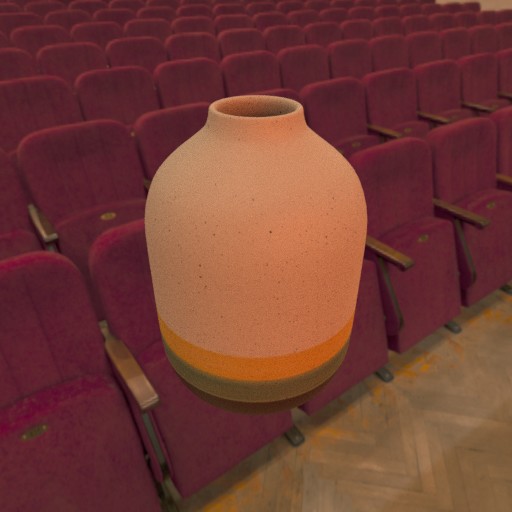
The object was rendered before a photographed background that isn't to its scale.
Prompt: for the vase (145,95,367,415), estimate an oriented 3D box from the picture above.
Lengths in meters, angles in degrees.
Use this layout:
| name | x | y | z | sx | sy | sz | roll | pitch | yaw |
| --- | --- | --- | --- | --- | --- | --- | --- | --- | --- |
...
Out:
| name | x | y | z | sx | sy | sz | roll | pitch | yaw |
| --- | --- | --- | --- | --- | --- | --- | --- | --- | --- |
| vase | 0.000 | 0.000 | 0.363 | 0.169 | 0.240 | 0.169 | 0 | 32 | 0 |
